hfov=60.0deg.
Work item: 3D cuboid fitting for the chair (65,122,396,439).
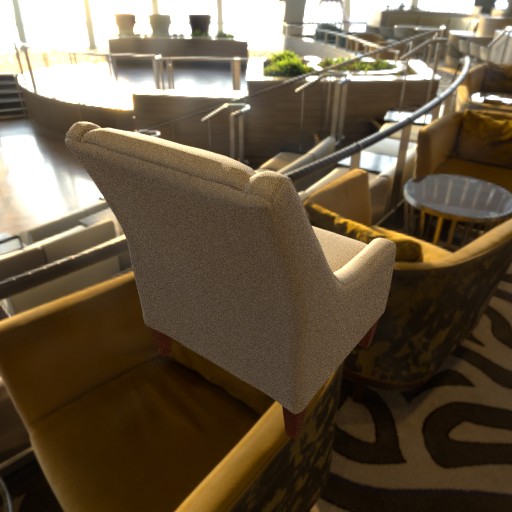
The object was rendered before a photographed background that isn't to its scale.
[{"bbox_3d":[0.000,0.000,1.622,0.774,1.014,0.870,22,37,31],"label":"chair"}]
